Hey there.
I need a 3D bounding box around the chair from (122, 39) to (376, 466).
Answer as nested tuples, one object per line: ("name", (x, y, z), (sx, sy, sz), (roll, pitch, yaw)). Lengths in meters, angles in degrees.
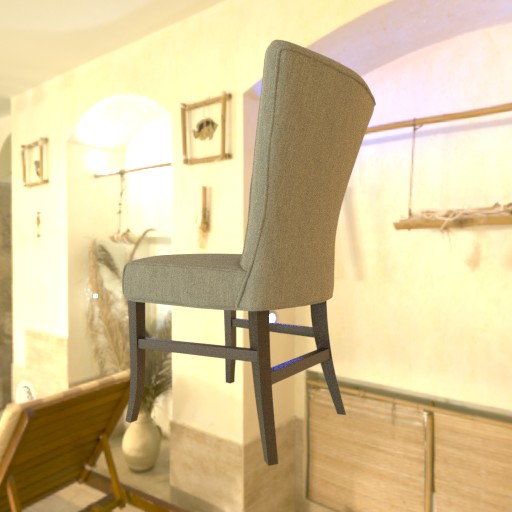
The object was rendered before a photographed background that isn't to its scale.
("chair", (0.000, 0.000, 1.333), (0.660, 0.991, 0.520), (1, 2, 36))
